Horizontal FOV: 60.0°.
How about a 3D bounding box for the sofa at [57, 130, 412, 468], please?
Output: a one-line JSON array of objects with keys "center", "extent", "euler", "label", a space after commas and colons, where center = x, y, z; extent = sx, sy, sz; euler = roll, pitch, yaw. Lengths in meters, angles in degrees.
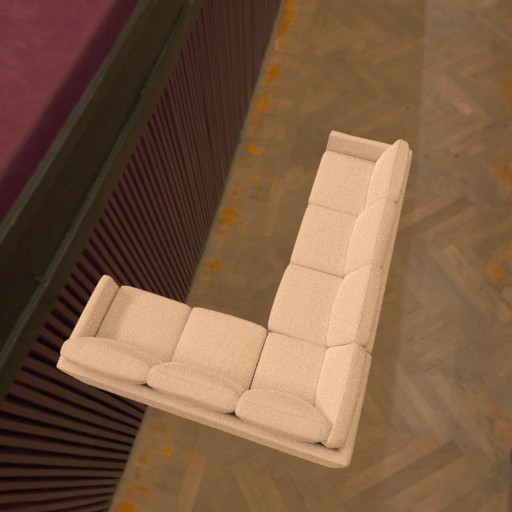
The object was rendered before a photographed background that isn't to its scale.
[{"center": [0.000, 0.000, 4.494], "extent": [2.593, 0.947, 3.302], "euler": [16, 65, 8], "label": "sofa"}]
